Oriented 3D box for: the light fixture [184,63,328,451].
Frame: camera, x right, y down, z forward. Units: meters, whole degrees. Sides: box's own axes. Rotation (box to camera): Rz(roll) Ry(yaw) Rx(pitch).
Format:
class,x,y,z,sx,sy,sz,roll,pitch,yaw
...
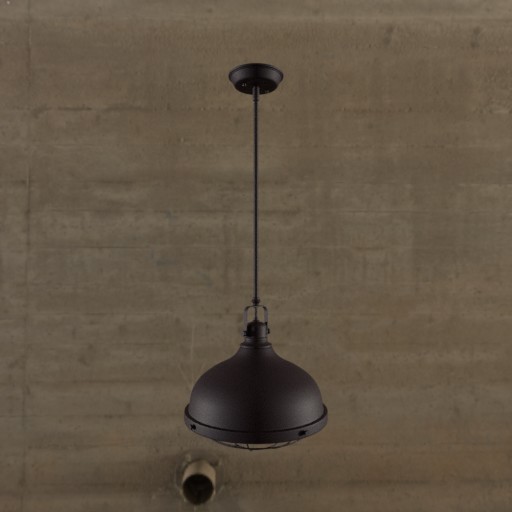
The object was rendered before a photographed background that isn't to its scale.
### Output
class,x,y,z,sx,sy,sz,roll,pitch,yaw
light fixture,0.000,0.000,1.030,0.341,0.849,0.341,1,-2,-37
